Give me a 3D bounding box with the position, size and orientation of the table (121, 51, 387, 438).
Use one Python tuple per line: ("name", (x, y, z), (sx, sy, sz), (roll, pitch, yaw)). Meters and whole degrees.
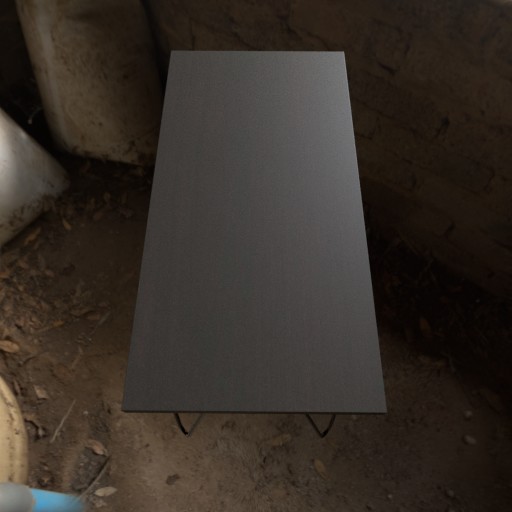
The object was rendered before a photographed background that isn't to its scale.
("table", (0.000, 0.000, 1.349), (0.499, 0.660, 0.991), (0, 63, 0))
